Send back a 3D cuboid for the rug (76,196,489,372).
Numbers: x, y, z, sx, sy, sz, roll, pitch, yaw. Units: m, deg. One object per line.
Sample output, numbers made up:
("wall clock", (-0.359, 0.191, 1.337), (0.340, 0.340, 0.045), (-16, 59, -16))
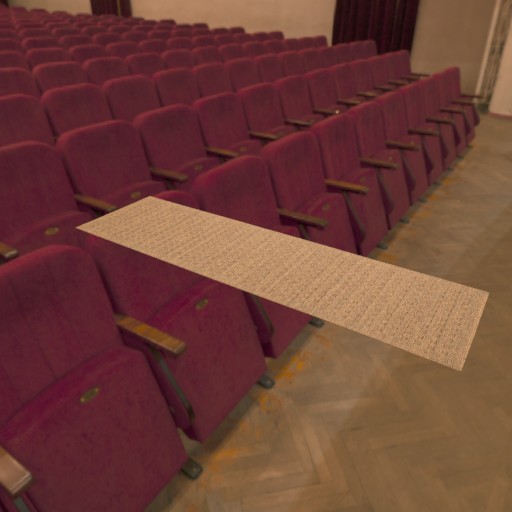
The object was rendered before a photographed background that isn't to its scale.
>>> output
("rug", (0.000, 0.000, 2.625), (2.437, 0.005, 0.688), (18, 34, 29))
